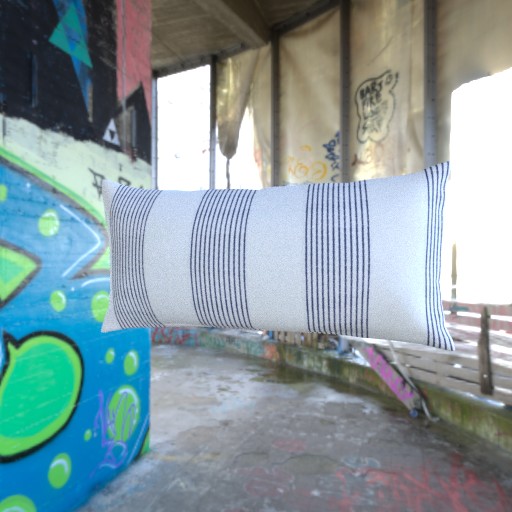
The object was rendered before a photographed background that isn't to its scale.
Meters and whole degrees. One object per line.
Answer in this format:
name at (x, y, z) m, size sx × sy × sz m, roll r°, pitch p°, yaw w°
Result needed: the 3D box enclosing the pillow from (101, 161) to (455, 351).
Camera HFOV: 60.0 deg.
pillow at (0.000, 0.000, 0.739) m, size 0.610 × 0.287 × 0.151 m, roll 0°, pitch 0°, yaw 18°
